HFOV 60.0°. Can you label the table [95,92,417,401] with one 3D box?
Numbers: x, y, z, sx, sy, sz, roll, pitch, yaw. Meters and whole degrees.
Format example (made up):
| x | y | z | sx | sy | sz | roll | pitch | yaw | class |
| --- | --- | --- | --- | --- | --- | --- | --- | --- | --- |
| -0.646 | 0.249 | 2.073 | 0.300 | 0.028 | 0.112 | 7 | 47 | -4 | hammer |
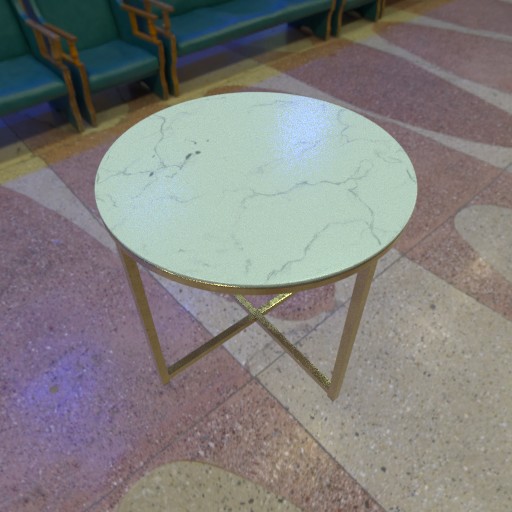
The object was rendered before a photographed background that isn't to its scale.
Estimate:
| x | y | z | sx | sy | sz | roll | pitch | yaw | class |
| --- | --- | --- | --- | --- | --- | --- | --- | --- | --- |
| 0.000 | 0.000 | 0.858 | 0.500 | 0.420 | 0.500 | 0 | 46 | 0 | table |
